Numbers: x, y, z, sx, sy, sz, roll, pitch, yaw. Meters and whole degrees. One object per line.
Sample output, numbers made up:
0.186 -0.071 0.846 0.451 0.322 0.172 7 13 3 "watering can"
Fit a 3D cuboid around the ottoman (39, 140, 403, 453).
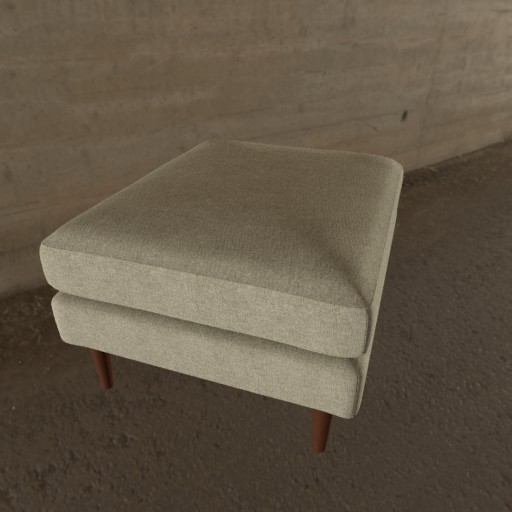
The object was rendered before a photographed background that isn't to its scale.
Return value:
0.000 0.000 1.225 0.693 0.474 0.821 10 31 17 "ottoman"
